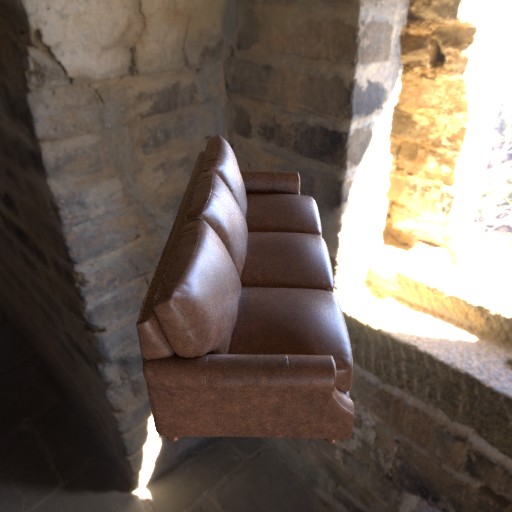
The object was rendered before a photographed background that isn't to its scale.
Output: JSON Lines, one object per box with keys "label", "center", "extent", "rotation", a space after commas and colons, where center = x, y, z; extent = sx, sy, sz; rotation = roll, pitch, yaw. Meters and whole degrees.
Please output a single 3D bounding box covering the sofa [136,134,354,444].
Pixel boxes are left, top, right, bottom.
{"label": "sofa", "center": [0.000, 0.000, 2.877], "extent": [0.973, 0.977, 2.351], "rotation": [0, 32, 1]}
